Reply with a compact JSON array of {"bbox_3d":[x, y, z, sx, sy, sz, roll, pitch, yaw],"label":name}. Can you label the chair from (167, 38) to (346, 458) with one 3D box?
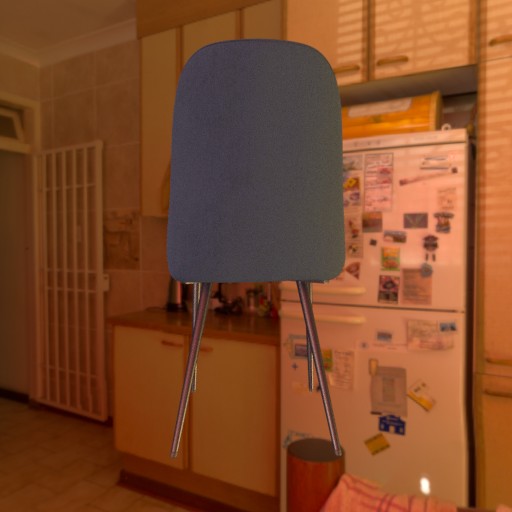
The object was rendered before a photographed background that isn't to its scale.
[{"bbox_3d":[0.000,0.000,1.188,0.478,0.896,0.559,0,2,-1],"label":"chair"}]
